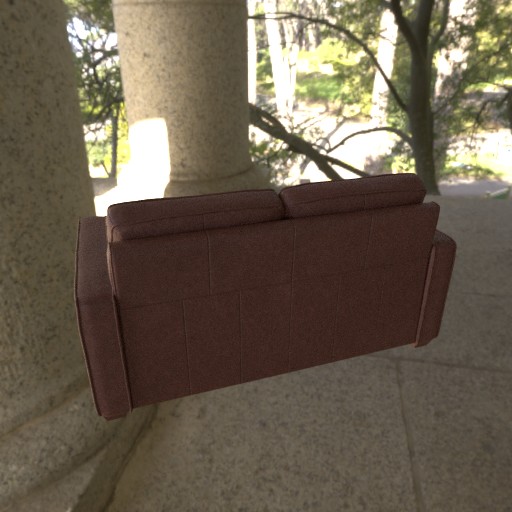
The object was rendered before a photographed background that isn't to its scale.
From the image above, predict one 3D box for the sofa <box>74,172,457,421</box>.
[{"bbox_3d":[0.000,0.000,2.278,1.709,0.918,0.947,-8,27,-17],"label":"sofa"}]
